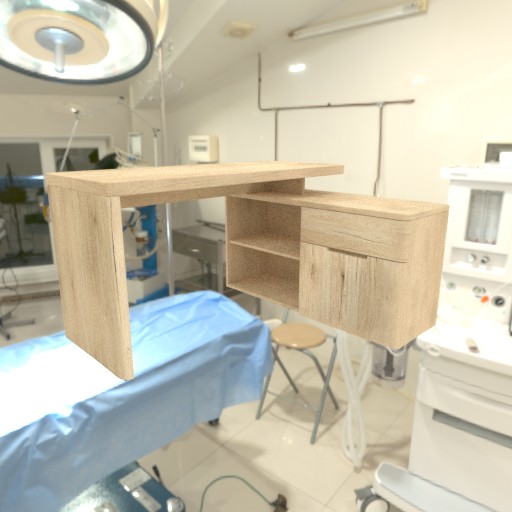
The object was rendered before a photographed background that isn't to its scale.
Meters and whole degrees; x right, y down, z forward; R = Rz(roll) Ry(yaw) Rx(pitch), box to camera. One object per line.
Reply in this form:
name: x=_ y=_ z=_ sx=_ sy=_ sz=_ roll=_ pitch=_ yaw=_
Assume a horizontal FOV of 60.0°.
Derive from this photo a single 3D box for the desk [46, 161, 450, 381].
desk: x=0.000 y=0.000 z=2.056 sx=1.400 sy=0.770 sz=1.175 roll=-14 pitch=21 yaw=-42
